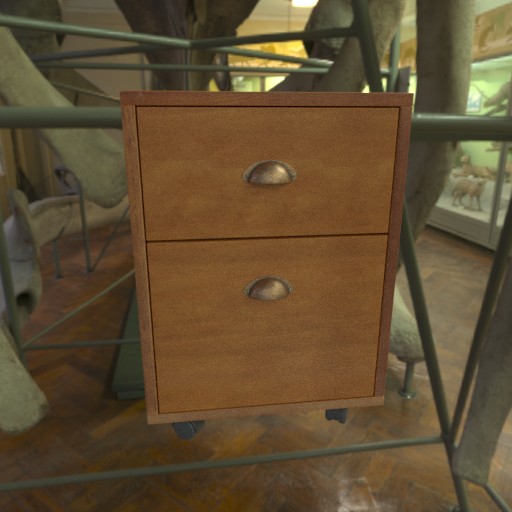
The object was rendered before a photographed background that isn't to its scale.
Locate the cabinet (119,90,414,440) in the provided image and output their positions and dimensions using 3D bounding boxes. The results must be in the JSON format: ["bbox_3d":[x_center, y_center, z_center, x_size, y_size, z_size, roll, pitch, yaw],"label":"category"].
[{"bbox_3d":[0.000,0.000,0.861,0.409,0.579,0.401,-2,17,-7],"label":"cabinet"}]
